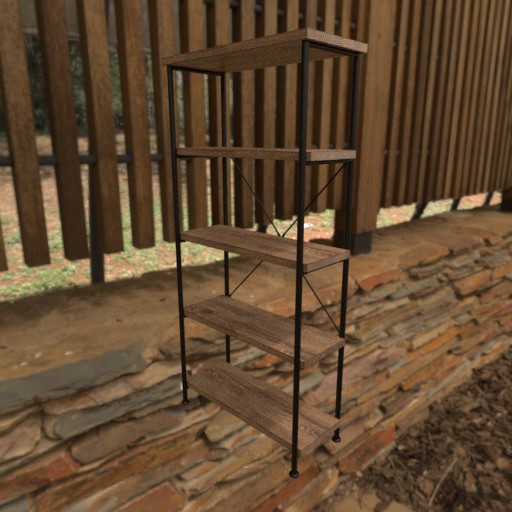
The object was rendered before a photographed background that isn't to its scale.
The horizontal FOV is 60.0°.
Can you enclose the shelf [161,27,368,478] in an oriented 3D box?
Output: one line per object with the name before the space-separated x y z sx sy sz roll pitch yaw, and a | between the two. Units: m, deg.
shelf | 0.000 0.000 2.001 0.800 1.700 0.360 14 21 42
